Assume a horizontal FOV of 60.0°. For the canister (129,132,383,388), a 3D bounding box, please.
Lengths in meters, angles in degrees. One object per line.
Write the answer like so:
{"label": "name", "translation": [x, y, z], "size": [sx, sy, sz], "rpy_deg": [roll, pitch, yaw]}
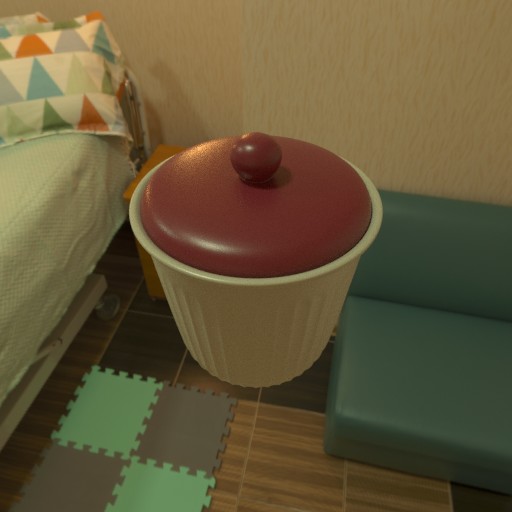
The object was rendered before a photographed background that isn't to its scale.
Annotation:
{"label": "canister", "translation": [0.000, 0.000, 0.362], "size": [0.181, 0.211, 0.181], "rpy_deg": [0, 42, 0]}
